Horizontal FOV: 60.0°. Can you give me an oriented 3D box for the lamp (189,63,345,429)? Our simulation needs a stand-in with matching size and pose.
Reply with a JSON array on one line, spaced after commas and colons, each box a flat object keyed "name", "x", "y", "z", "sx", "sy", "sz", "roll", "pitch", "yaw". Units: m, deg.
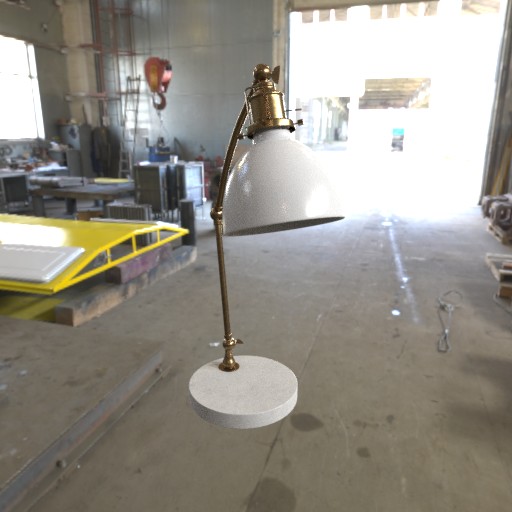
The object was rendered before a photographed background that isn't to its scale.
[{"name": "lamp", "x": 0.000, "y": 0.000, "z": 0.658, "sx": 0.186, "sy": 0.522, "sz": 0.317, "roll": -8, "pitch": 17, "yaw": -26}]
